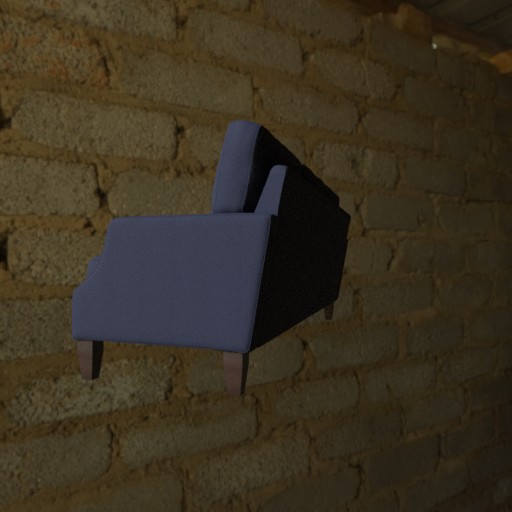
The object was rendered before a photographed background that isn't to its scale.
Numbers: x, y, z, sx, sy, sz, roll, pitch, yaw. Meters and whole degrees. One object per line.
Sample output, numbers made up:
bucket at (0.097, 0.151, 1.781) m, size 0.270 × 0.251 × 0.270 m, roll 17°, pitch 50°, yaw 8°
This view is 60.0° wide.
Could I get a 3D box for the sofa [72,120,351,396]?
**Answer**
sofa at (0.000, 0.000, 2.597) m, size 0.888 × 0.984 × 2.115 m, roll 0°, pitch 0°, yaw 19°
